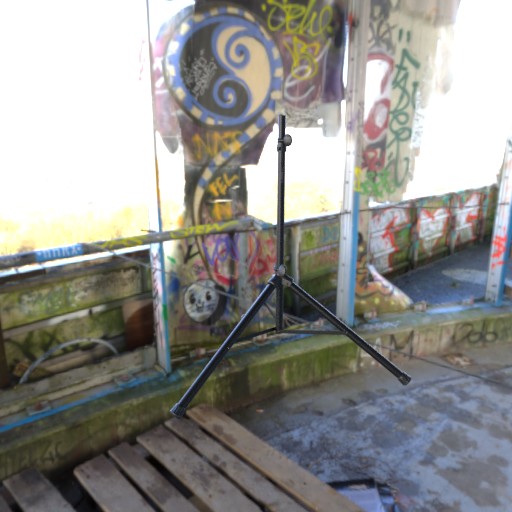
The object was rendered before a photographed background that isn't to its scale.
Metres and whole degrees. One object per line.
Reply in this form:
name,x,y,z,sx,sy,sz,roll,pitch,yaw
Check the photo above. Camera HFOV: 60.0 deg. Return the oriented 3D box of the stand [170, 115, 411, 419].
stand,0.000,0.000,1.857,0.907,1.136,1.045,-14,20,-42
